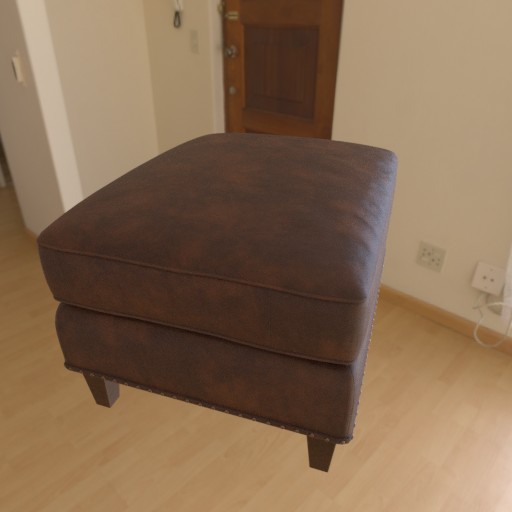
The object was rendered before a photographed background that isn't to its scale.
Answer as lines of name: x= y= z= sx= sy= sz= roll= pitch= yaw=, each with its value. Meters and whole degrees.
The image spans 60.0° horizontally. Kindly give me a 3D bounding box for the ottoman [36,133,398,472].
ottoman: x=0.000 y=0.000 z=1.062 sx=0.586 sy=0.486 sz=0.742 roll=9 pitch=30 yaw=16
